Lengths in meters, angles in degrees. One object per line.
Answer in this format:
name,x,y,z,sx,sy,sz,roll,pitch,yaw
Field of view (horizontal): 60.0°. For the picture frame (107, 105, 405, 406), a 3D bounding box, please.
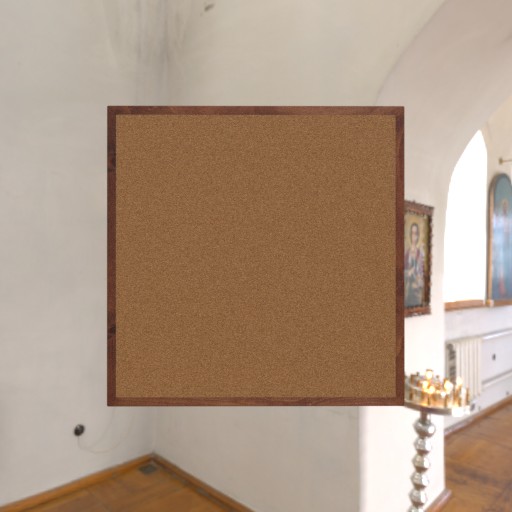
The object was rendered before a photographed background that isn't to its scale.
picture frame,0.000,0.000,1.218,0.810,0.817,0.029,0,0,0
